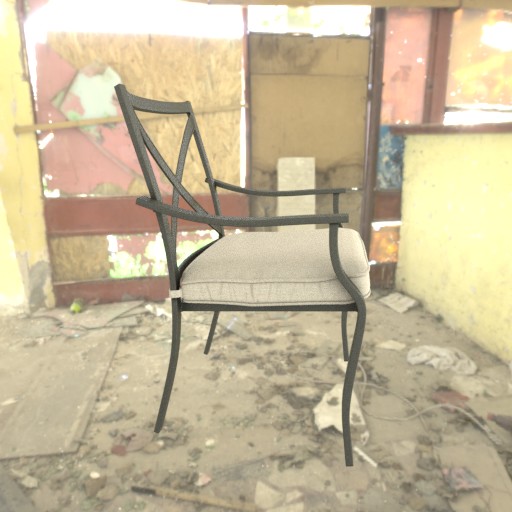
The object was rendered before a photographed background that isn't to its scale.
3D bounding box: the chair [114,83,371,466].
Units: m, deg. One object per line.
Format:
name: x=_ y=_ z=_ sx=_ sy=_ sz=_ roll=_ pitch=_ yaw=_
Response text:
chair: x=0.000 y=0.000 z=1.277 sx=0.620 sy=0.889 sz=0.575 roll=3 pitch=15 yaw=10
